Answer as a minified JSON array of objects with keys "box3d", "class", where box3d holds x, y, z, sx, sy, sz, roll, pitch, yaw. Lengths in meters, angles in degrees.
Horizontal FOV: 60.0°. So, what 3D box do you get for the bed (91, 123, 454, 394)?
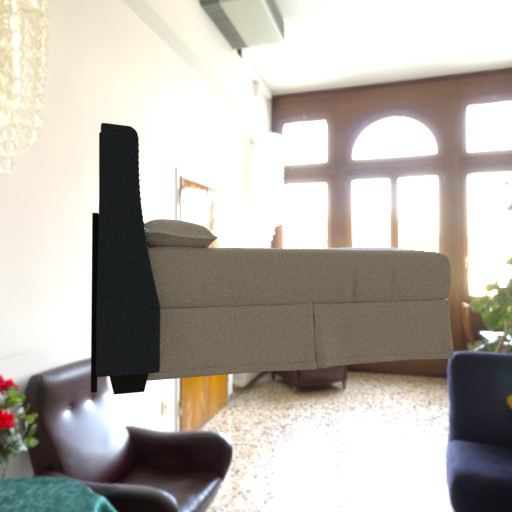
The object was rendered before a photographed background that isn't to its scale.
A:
[{"box3d":[0.000,0.000,3.291,2.237,1.407,1.710,0,-1,-18],"class":"bed"}]
